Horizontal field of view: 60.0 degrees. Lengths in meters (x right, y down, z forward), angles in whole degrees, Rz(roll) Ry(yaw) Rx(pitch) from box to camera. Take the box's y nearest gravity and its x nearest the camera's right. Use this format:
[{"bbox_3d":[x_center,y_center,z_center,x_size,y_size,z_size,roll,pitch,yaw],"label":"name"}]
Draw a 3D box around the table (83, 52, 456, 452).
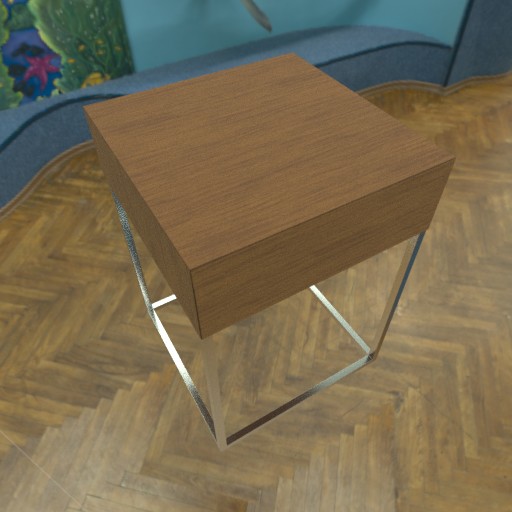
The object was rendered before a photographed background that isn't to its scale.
[{"bbox_3d":[0.000,0.000,0.846,0.397,0.540,0.398,-24,51,-20],"label":"table"}]
